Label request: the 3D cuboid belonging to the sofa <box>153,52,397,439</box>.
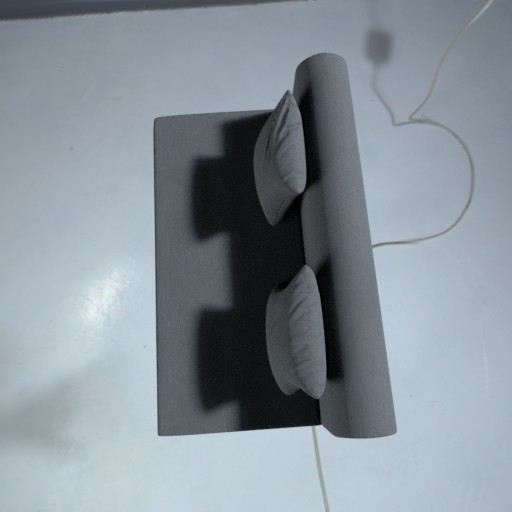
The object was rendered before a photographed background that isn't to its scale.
[{"bbox_3d":[0.000,0.000,1.661,0.762,0.670,1.225,-4,76,-1],"label":"sofa"}]
